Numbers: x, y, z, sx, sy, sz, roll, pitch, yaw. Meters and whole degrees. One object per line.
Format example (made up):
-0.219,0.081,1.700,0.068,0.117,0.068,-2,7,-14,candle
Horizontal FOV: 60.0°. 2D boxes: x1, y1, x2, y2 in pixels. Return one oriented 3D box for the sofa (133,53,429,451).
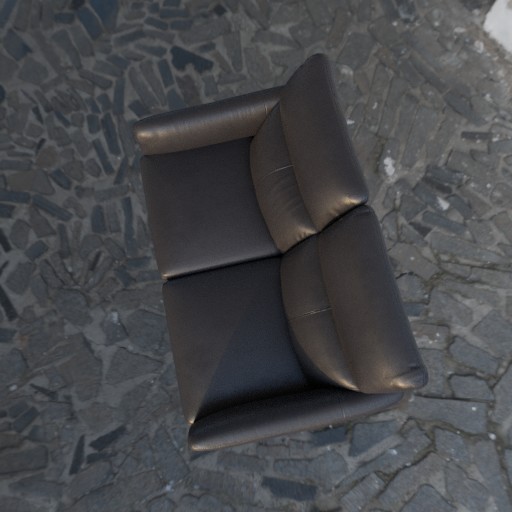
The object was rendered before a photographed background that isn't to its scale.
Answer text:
0.000,0.000,2.097,0.958,0.920,1.596,-12,76,-3,sofa
